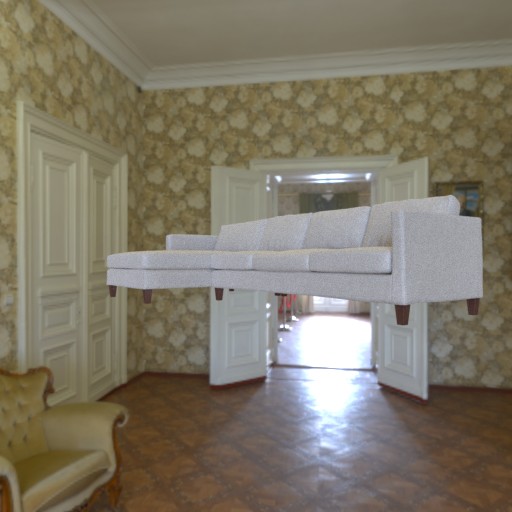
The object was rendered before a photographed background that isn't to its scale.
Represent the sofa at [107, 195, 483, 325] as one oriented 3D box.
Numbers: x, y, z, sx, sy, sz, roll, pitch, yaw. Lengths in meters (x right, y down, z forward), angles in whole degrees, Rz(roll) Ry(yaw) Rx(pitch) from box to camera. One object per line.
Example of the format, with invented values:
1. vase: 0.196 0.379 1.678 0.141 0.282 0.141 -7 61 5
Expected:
1. sofa: 0.000 0.000 3.903 1.625 0.846 3.186 1 -1 -37
